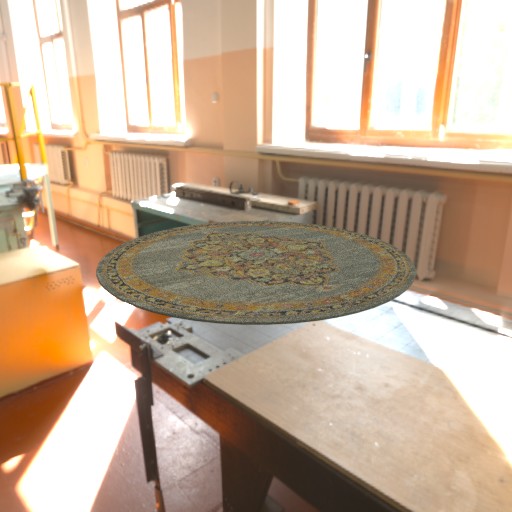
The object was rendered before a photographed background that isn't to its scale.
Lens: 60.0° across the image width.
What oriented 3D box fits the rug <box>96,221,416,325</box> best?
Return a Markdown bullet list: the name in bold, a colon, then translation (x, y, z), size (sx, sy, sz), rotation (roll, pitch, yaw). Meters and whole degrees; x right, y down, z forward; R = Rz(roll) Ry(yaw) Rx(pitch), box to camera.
- **rug**: translation (0.000, 0.000, 2.341), size (1.598, 0.010, 1.598), rotation (0, 18, 0)
